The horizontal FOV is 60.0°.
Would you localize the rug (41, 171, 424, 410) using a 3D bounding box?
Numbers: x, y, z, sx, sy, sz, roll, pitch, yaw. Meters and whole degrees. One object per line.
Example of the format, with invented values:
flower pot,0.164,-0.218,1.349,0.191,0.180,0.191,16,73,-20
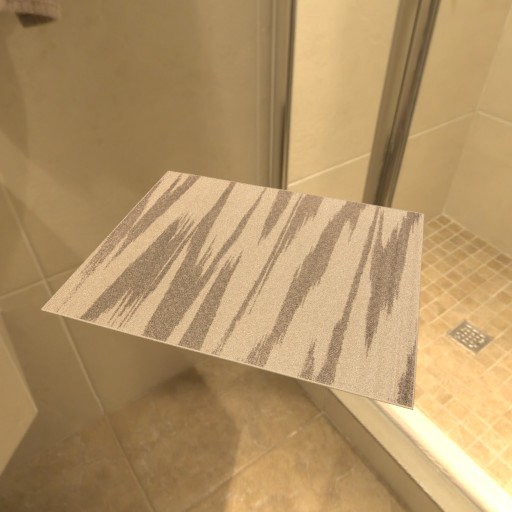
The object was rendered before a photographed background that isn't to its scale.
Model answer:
rug,0.000,0.000,4.118,2.945,0.014,2.353,12,42,13
